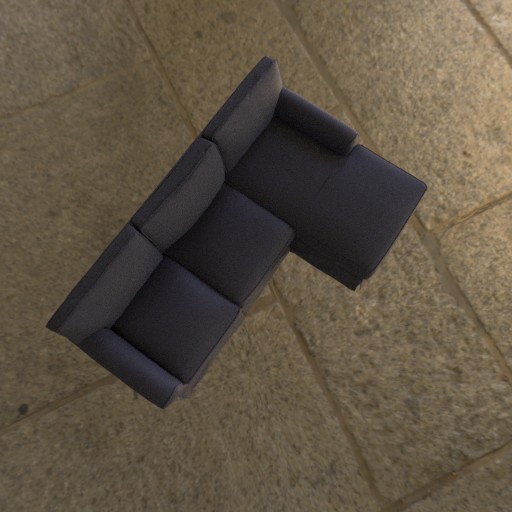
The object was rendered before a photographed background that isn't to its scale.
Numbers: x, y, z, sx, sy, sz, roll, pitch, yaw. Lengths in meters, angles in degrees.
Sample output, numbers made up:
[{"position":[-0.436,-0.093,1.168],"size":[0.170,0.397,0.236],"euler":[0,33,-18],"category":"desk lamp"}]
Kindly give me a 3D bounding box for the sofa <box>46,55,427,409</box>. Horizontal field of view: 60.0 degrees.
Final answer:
[{"position":[0.000,0.000,3.317],"size":[1.637,1.039,2.518],"euler":[34,78,8],"category":"sofa"}]
